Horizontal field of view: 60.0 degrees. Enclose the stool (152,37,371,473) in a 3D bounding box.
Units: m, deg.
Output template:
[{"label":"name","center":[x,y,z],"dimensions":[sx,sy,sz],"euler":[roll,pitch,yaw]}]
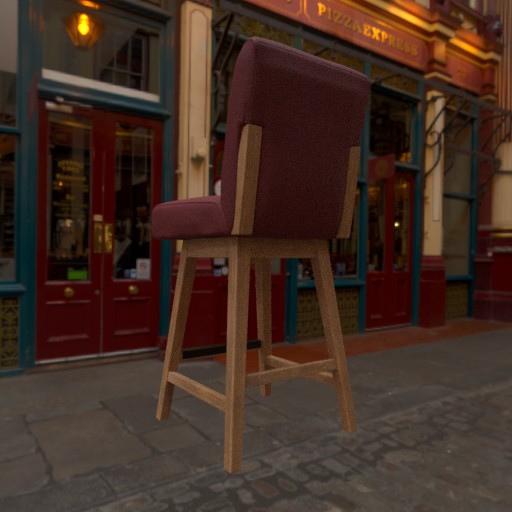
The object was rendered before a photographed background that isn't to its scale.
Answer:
[{"label":"stool","center":[0.000,0.000,1.351],"dimensions":[0.468,1.038,0.562],"euler":[0,0,-35]}]
